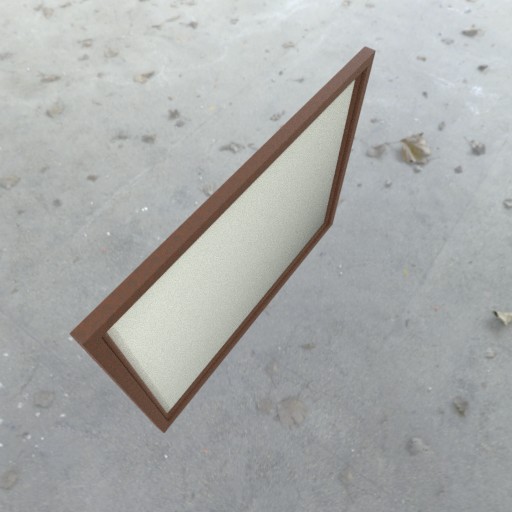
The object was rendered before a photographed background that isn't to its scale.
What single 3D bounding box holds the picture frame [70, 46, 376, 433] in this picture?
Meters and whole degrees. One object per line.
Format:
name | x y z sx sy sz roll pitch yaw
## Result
picture frame | 0.000 0.000 1.687 0.045 1.018 1.329 32 63 18
